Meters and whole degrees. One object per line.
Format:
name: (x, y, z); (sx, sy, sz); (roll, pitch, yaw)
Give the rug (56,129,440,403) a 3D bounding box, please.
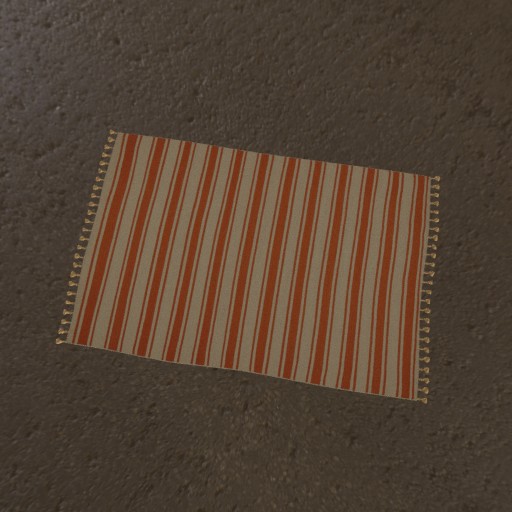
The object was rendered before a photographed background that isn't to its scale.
rug: (0.000, 0.000, 3.014); (2.433, 0.022, 1.556); (9, 76, 2)
